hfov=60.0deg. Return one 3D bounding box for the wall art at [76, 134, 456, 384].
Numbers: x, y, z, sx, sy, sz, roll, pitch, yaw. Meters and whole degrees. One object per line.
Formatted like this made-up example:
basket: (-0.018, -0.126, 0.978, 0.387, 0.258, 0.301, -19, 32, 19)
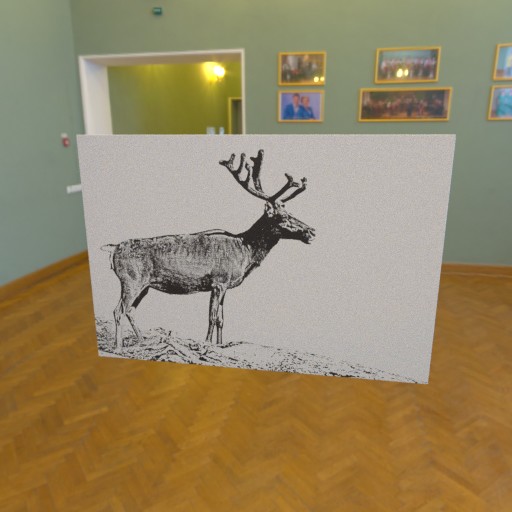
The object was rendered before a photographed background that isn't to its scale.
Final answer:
wall art: (0.000, 0.000, 0.491, 0.381, 0.259, 0.038, 3, 15, 9)
